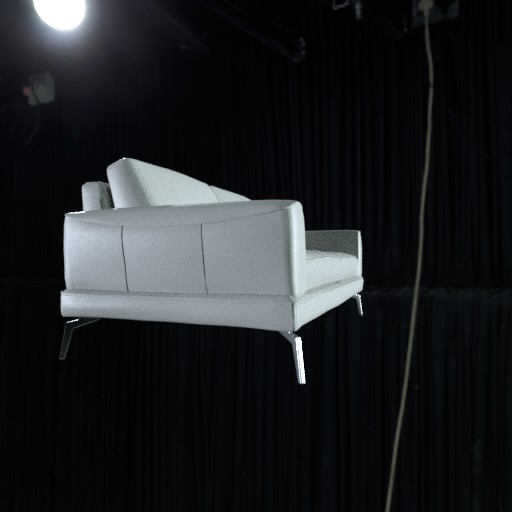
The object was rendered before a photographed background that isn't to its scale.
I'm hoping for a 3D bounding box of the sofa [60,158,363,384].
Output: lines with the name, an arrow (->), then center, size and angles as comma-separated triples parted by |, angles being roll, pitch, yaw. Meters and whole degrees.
sofa -> 0.000, 0.000, 2.757 | 1.121, 0.930, 2.177 | 0, 0, 20
